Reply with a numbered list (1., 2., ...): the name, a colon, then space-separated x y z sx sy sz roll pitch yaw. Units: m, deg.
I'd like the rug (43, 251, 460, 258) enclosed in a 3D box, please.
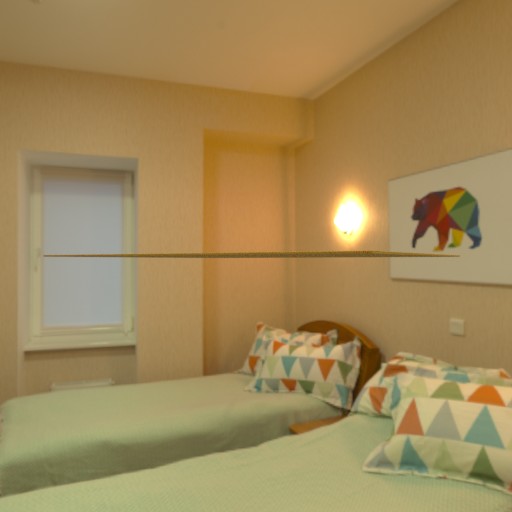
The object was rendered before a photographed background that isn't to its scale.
1. rug: 0.000 0.000 4.346 3.242 0.015 2.486 0 -1 35
